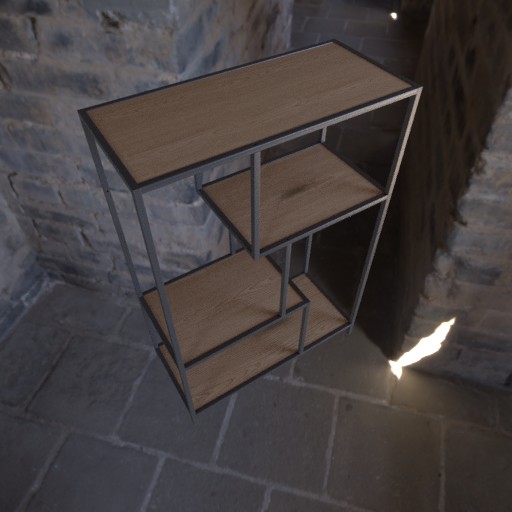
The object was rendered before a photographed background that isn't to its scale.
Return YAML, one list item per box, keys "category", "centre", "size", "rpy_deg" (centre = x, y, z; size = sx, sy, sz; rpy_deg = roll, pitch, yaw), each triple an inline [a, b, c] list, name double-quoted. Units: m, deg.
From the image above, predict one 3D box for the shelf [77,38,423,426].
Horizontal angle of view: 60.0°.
- category: "shelf"
  centre: [0.000, 0.000, 1.495]
  size: [0.770, 1.138, 0.350]
  rpy_deg: [-25, 52, -21]
